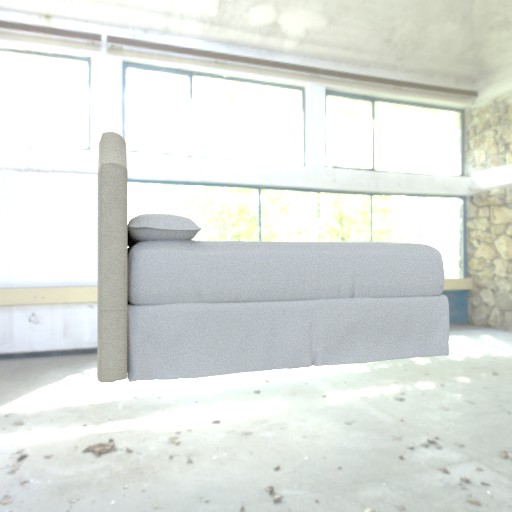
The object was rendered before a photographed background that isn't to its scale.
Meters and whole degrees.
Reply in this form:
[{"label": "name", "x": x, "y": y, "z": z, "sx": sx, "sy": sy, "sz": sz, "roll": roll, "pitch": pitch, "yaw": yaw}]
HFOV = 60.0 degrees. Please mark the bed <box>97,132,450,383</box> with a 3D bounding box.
[{"label": "bed", "x": 0.000, "y": 0.000, "z": 3.288, "sx": 2.164, "sy": 1.297, "sz": 1.828, "roll": 0, "pitch": 0, "yaw": -18}]
